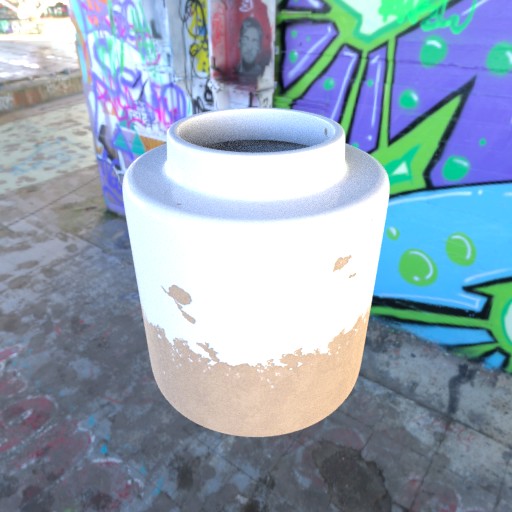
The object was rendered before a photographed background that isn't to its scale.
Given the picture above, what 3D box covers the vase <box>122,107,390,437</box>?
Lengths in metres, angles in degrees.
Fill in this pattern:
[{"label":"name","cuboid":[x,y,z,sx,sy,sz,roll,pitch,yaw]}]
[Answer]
[{"label":"vase","cuboid":[0.000,0.000,0.289,0.153,0.167,0.153,0,31,0]}]
